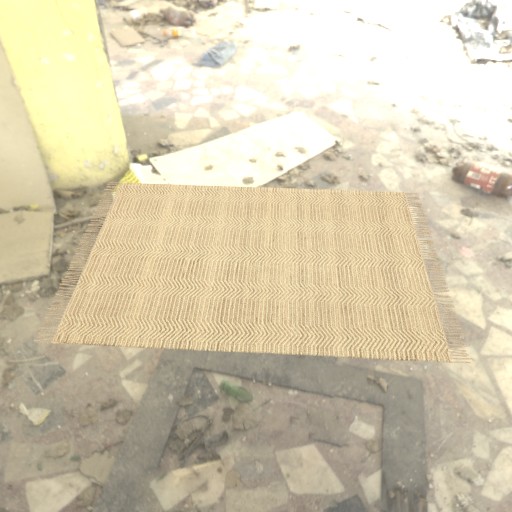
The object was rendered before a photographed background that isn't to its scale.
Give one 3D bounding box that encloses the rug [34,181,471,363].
[{"bbox_3d":[0.000,0.000,2.438,2.021,0.027,1.224,2,46,2],"label":"rug"}]
